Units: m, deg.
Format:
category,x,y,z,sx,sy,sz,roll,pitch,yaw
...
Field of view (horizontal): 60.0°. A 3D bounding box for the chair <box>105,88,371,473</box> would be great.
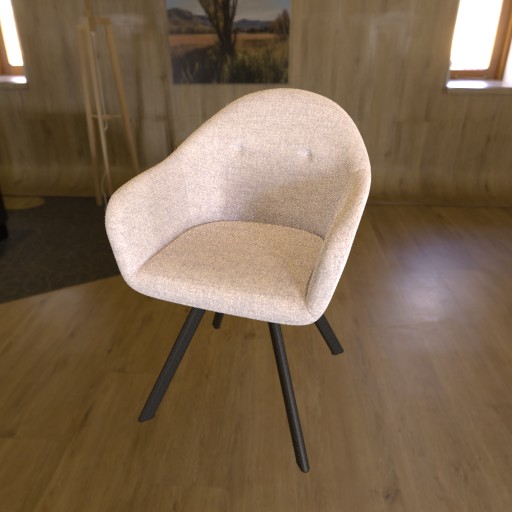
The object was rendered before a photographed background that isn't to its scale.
category,x,y,z,sx,sy,sz,roll,pitch,yaw
chair,0.000,0.000,1.161,0.540,0.780,0.570,9,28,18
